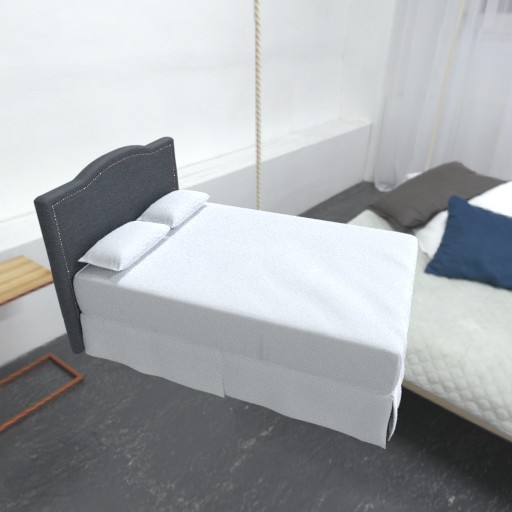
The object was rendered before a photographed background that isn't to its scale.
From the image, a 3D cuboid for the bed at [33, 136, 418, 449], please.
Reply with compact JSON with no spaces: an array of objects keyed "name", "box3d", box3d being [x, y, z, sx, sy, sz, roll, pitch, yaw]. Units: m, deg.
[{"name":"bed","box3d":[0.000,0.000,3.517,2.507,1.441,1.747,11,32,18]}]
